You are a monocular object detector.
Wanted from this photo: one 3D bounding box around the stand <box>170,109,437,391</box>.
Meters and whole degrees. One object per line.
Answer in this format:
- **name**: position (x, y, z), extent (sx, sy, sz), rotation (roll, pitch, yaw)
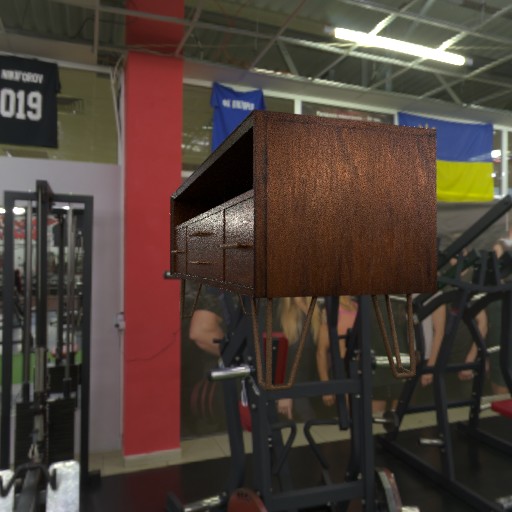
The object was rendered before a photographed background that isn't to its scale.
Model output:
- **stand**: position (0.000, 0.000, 1.656), extent (0.481, 0.610, 1.372), rotation (0, 0, -18)
